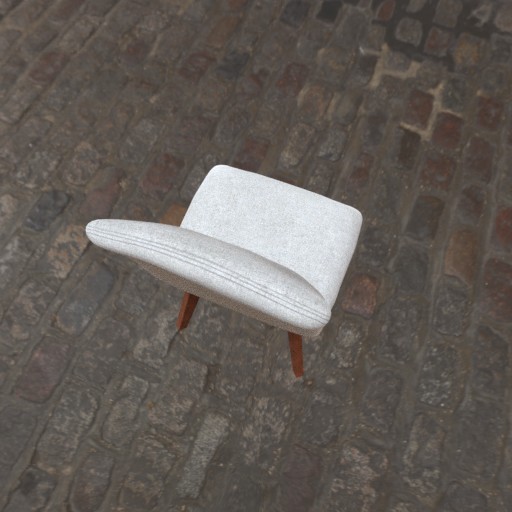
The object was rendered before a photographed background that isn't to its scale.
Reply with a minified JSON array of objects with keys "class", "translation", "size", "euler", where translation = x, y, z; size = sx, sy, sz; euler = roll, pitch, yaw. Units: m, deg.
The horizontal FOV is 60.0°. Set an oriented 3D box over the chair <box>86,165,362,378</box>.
[{"class":"chair","translation":[0.000,0.000,1.281],"size":[0.522,0.974,0.563],"euler":[20,67,9]}]
